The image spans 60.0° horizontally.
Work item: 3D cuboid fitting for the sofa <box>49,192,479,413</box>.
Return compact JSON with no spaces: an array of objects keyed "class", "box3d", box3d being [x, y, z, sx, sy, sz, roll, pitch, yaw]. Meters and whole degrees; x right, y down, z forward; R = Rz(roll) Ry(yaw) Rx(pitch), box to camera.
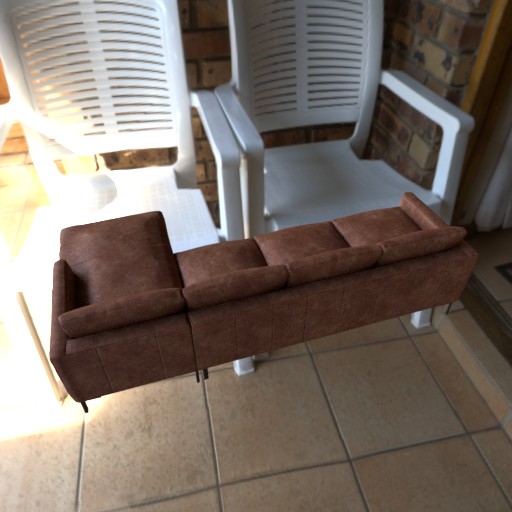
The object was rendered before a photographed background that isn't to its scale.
[{"class":"sofa","box3d":[0.000,0.000,3.550,2.993,0.859,1.471,-12,43,-13]}]
